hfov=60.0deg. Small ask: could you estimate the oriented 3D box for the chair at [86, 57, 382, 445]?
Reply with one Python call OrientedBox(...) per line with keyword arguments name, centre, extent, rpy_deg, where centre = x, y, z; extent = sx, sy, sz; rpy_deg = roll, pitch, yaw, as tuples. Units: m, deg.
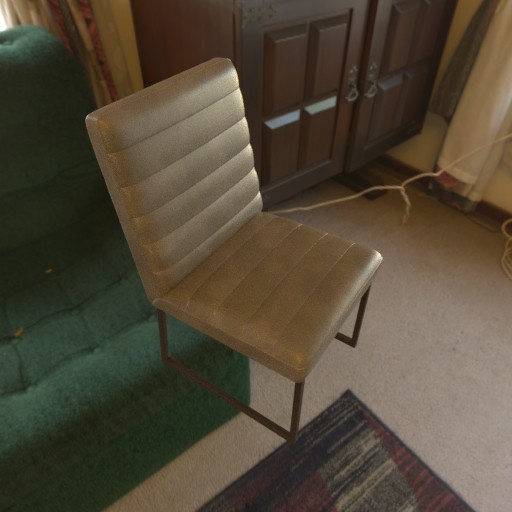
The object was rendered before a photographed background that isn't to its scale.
OrientedBox(name="chair", centre=(0.000, 0.000, 1.332), extent=(0.634, 0.930, 0.520), rpy_deg=(24, 47, 25))
